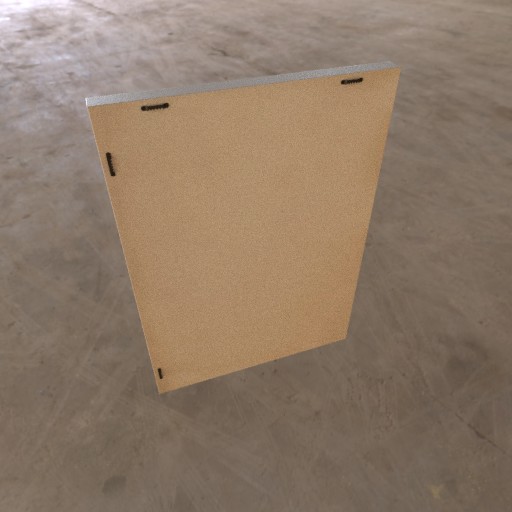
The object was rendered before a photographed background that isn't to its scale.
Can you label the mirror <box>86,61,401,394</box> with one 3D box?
[{"bbox_3d":[0.000,0.000,0.918,0.507,0.710,0.039,-13,42,-15],"label":"mirror"}]
